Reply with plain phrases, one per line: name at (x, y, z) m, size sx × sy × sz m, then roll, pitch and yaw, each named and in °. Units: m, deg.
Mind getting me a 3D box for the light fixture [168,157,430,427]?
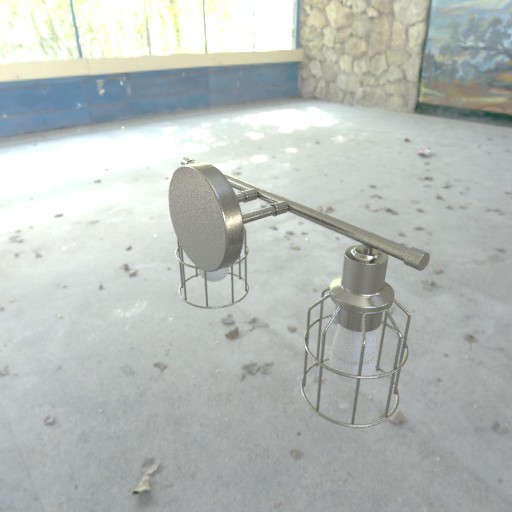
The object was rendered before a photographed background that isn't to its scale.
light fixture at (0.000, 0.000, 0.545) m, size 0.165 × 0.254 × 0.406 m, roll -20°, pitch 34°, yaw -34°
